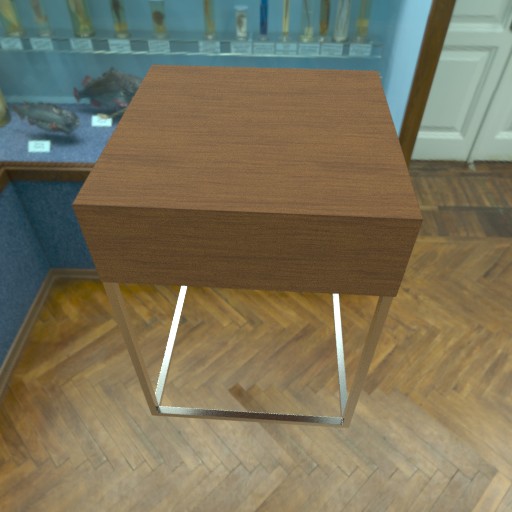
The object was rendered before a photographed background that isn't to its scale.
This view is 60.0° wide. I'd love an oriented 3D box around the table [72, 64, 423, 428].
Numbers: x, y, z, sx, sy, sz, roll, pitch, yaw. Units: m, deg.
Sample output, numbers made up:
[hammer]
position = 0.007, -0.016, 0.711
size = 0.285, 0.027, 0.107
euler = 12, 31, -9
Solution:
[table]
position = 0.000, 0.000, 0.830
size = 0.397, 0.540, 0.398
euler = 3, 45, 3
